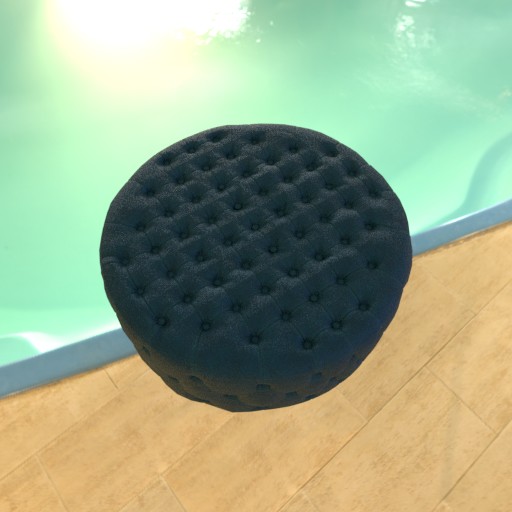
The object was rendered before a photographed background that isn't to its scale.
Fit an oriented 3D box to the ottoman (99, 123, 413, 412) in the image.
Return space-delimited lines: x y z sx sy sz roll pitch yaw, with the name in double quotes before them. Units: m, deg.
"ottoman" 0.000 0.000 1.534 0.998 0.398 0.998 0 58 0
